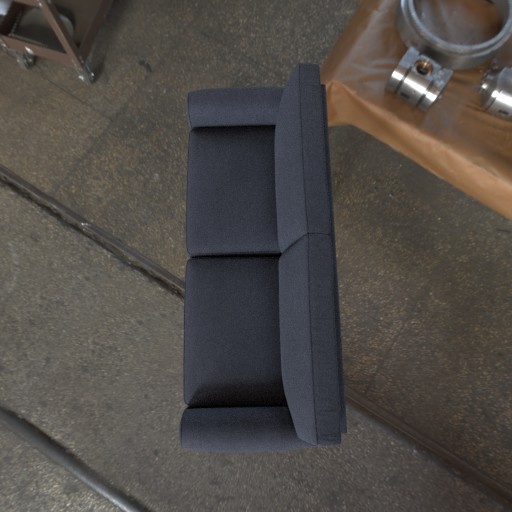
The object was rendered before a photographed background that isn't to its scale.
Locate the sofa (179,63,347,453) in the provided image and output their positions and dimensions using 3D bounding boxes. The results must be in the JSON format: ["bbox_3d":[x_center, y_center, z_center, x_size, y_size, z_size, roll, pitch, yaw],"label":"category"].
[{"bbox_3d":[0.000,0.000,2.946,0.954,1.026,2.391,-1,76,0],"label":"sofa"}]
